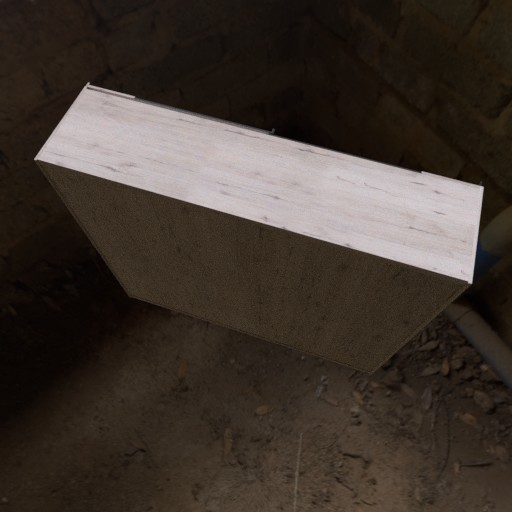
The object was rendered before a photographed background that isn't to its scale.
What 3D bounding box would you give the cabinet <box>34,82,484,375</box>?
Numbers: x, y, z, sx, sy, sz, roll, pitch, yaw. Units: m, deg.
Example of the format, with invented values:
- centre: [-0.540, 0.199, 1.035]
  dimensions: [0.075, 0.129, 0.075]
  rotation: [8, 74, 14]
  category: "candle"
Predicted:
- centre: [0.000, 0.000, 3.513]
  dimensions: [2.500, 2.180, 0.660]
  rotation: [16, 64, 8]
  category: "cabinet"
